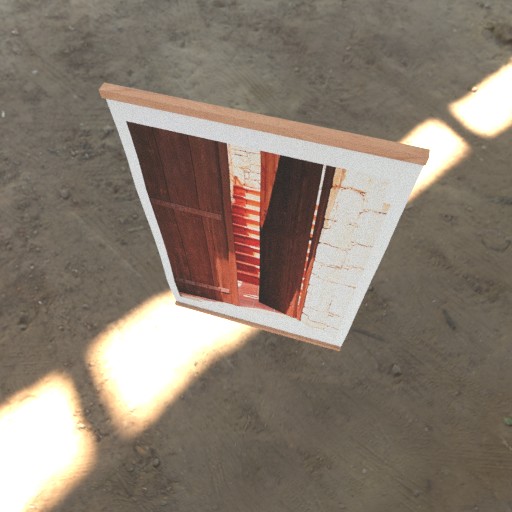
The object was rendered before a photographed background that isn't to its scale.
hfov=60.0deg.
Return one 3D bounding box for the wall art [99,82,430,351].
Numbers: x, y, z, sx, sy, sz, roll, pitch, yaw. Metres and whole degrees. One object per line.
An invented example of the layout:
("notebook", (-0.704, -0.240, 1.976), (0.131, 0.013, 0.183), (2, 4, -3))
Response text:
("wall art", (0.000, 0.000, 0.647), (0.332, 0.508, 0.012), (14, 59, 9))
